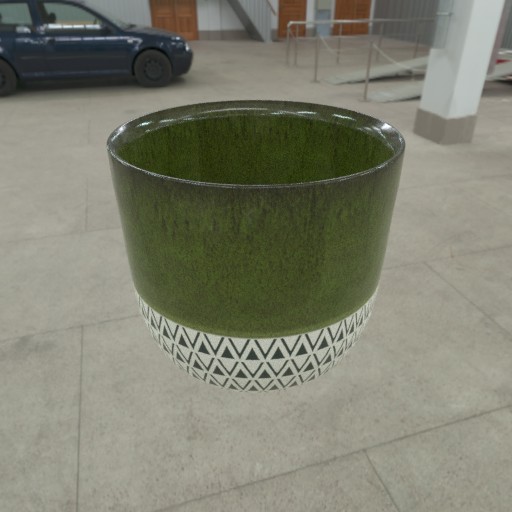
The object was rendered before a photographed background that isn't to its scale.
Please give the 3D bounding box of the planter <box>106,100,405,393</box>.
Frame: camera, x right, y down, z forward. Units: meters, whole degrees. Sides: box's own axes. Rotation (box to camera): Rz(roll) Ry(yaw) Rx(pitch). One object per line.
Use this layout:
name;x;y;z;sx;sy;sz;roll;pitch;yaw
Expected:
planter;0.000;0.000;0.479;0.266;0.270;0.266;0;31;0
